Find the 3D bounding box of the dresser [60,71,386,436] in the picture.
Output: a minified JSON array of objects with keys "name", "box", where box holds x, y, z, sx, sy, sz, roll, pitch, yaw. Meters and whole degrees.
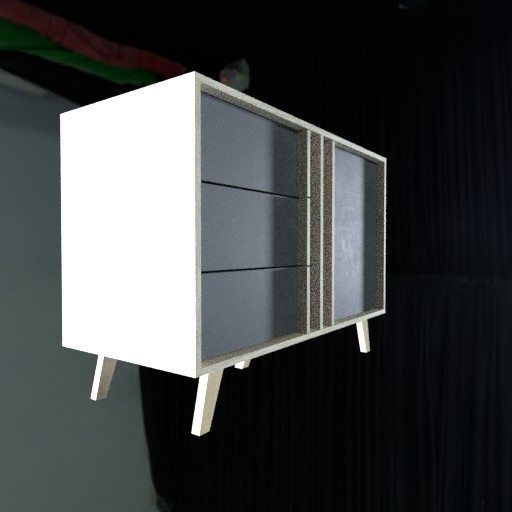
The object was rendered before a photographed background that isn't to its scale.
[{"name":"dresser","box":[0.000,0.000,1.508,0.500,0.780,1.110,1,2,36]}]
